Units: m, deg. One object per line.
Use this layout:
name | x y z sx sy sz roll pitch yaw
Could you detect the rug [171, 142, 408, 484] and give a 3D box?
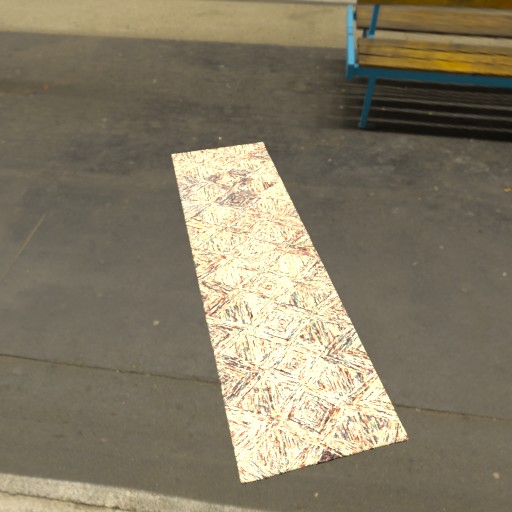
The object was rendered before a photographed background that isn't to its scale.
rug | 0.000 0.000 2.483 0.688 0.015 2.292 -10 46 -10
